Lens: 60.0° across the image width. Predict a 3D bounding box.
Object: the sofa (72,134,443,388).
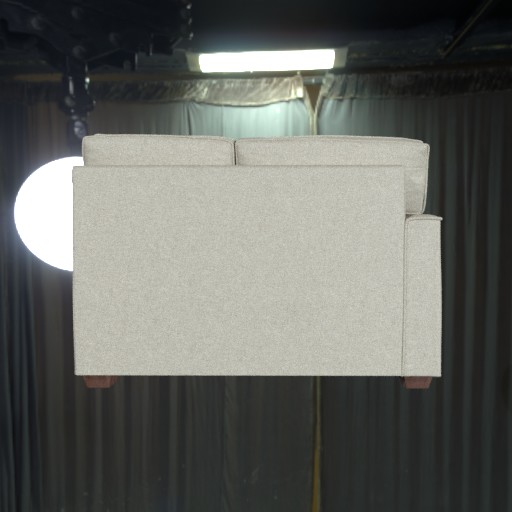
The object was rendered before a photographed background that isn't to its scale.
[{"bbox_3d":[0.000,0.000,2.098,1.388,0.989,0.991,0,1,0],"label":"sofa"}]
